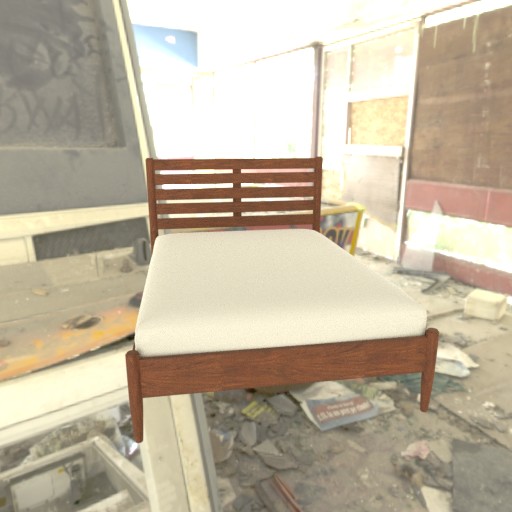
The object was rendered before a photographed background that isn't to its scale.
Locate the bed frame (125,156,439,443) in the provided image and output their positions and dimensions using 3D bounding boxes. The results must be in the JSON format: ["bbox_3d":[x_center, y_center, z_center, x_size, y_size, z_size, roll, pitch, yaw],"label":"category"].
[{"bbox_3d":[0.000,0.000,3.263,1.655,1.321,2.234,-3,15,-9],"label":"bed frame"}]
